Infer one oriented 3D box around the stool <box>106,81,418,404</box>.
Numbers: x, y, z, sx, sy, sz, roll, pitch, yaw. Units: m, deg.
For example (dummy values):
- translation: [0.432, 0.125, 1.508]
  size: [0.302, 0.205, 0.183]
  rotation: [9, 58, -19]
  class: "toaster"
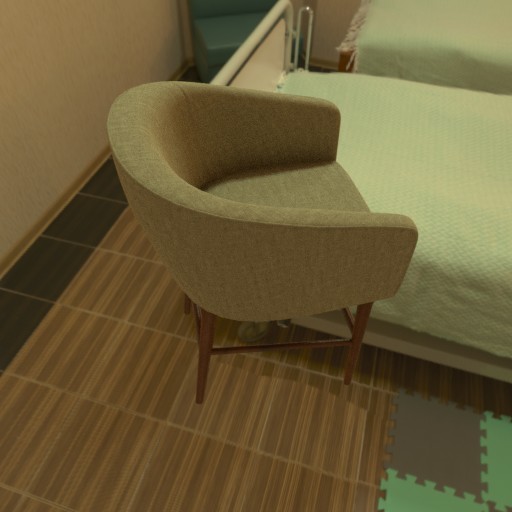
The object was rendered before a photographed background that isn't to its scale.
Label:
- translation: [0.000, 0.000, 1.306]
  size: [0.635, 0.952, 0.559]
  rotation: [-9, 48, -8]
  class: "stool"
